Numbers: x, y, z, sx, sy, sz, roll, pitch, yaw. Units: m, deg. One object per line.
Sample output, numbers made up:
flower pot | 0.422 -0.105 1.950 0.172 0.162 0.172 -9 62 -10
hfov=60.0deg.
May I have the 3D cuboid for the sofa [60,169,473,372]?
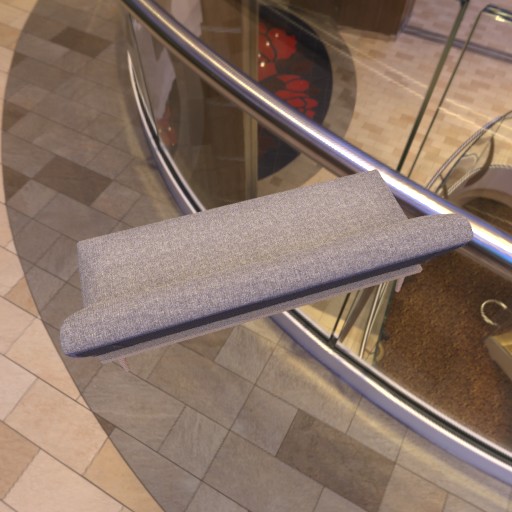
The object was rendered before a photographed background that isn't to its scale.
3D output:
sofa | 0.000 0.000 2.309 1.820 0.770 0.820 -15 59 -9
